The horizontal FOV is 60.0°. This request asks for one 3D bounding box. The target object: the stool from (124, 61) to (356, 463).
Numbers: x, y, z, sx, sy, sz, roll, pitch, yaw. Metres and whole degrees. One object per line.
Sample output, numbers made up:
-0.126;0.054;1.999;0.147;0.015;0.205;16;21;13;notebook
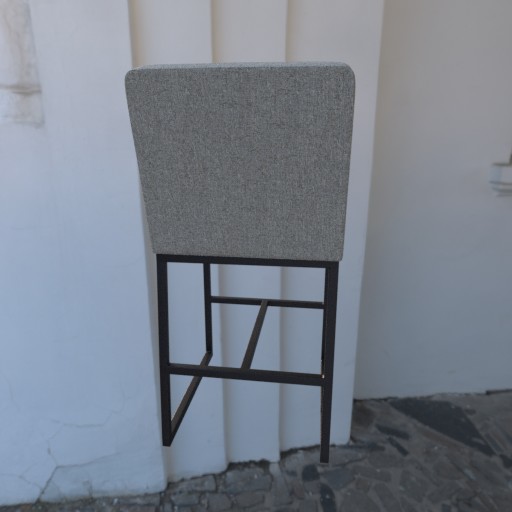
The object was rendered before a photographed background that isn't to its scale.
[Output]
0.000;0.000;1.234;0.460;0.940;0.560;2;17;8;stool
